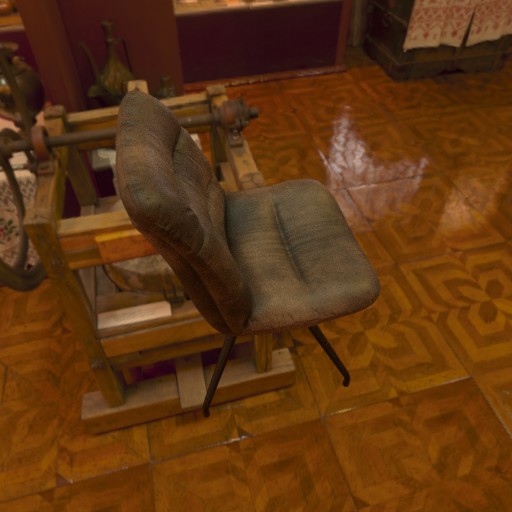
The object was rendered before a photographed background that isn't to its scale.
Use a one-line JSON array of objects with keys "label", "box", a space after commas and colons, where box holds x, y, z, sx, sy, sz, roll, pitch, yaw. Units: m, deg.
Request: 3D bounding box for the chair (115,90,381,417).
[{"label": "chair", "box": [0.000, 0.000, 1.286, 0.622, 0.870, 0.549, -9, 47, -9]}]
